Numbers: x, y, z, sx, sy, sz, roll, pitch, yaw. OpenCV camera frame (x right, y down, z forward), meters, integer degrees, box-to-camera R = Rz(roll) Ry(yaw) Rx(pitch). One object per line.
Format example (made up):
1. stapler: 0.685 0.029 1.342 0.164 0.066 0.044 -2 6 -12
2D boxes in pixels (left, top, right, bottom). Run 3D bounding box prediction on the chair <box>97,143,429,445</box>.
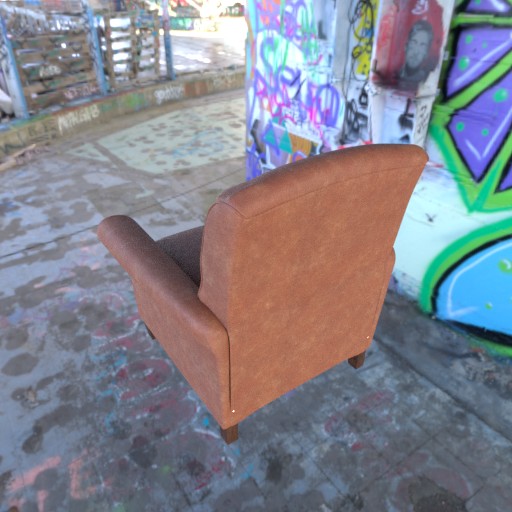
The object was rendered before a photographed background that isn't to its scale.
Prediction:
1. chair: 0.000 0.000 1.769 0.978 1.061 0.902 -20 36 -29
